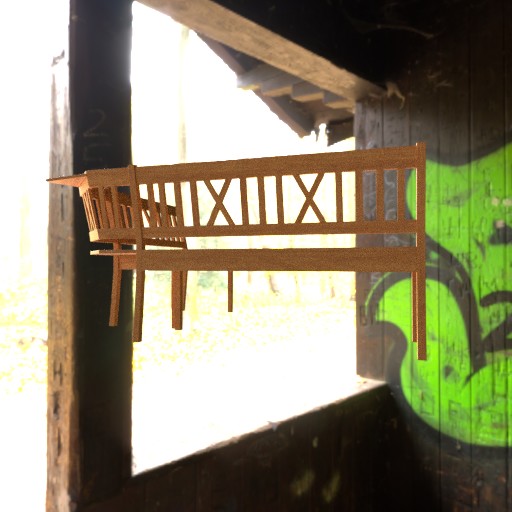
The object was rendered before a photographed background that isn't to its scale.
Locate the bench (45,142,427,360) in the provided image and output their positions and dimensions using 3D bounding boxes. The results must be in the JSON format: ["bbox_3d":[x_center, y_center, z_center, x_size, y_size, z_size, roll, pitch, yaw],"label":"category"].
[{"bbox_3d":[0.000,0.000,2.821,1.937,0.902,1.537,0,-1,18],"label":"bench"}]
